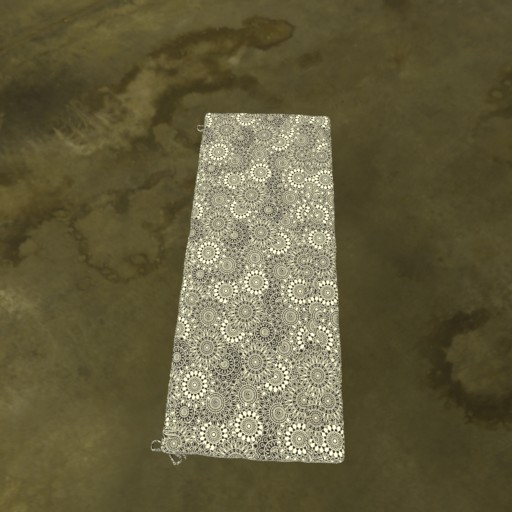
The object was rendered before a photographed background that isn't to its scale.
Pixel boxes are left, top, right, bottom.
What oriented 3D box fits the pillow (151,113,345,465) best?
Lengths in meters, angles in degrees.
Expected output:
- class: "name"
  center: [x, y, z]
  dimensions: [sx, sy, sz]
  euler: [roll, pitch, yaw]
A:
- class: "pillow"
  center: [0.000, 0.000, 1.372]
  dimensions: [0.492, 0.081, 1.187]
  euler: [2, 62, 1]
